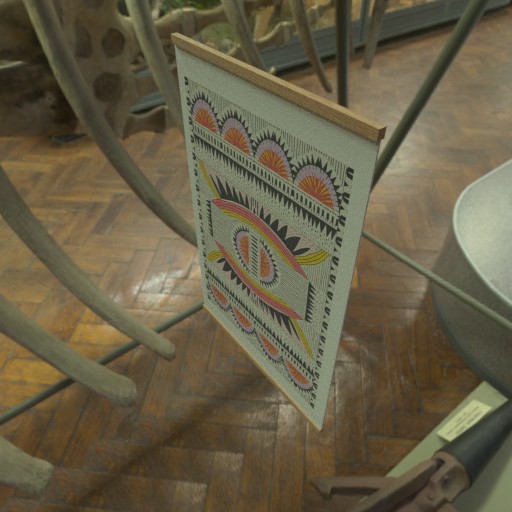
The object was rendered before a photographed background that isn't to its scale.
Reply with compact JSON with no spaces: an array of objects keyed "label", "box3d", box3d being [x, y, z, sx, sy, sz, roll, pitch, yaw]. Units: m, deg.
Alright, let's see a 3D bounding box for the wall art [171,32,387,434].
[{"label":"wall art","box3d":[0.000,0.000,1.875,0.028,1.533,0.999,-27,49,-27]}]
